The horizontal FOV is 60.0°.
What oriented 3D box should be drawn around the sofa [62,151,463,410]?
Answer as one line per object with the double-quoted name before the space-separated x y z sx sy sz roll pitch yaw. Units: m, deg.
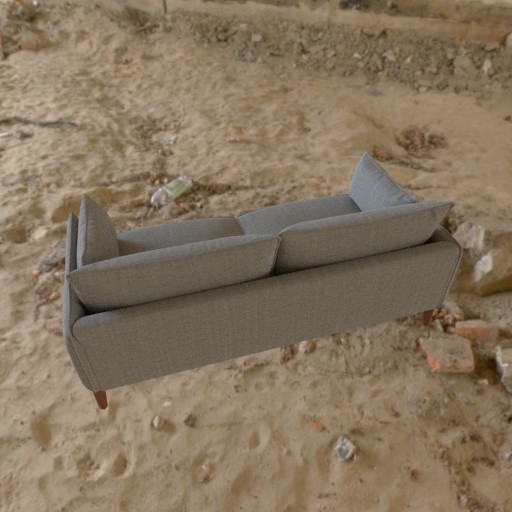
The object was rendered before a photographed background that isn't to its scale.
"sofa" 0.000 0.000 2.481 1.989 0.851 0.972 -11 42 -13
